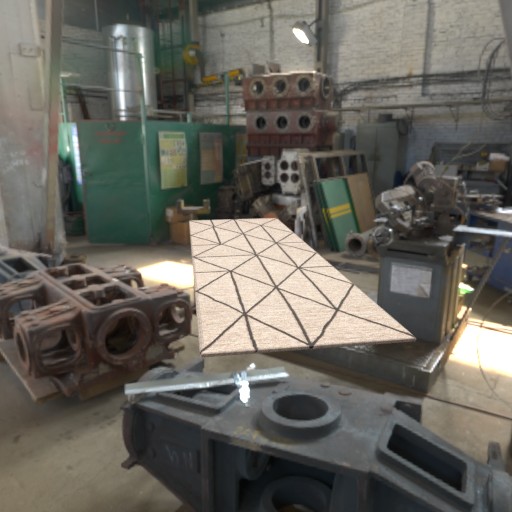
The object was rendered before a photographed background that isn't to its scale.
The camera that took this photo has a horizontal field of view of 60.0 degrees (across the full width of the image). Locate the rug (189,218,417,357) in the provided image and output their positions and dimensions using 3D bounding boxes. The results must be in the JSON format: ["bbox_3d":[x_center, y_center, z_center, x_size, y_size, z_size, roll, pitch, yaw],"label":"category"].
[{"bbox_3d":[0.000,0.000,2.668,0.762,0.012,2.438,-2,15,-9],"label":"rug"}]
